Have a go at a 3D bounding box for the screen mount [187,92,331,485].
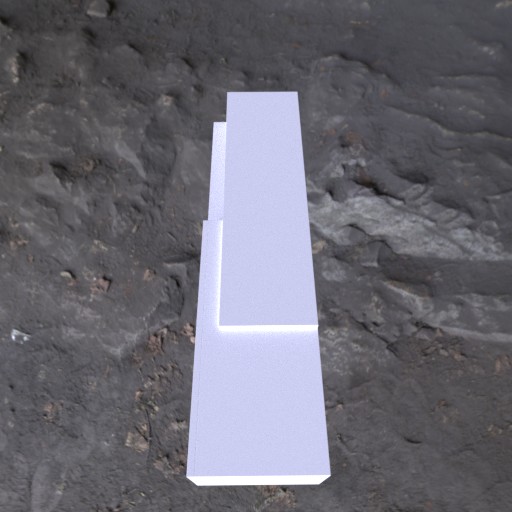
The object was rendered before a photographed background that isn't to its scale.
[{"bbox_3d":[0.000,0.000,1.850,0.420,0.320,1.680,0,58,0],"label":"screen mount"}]
